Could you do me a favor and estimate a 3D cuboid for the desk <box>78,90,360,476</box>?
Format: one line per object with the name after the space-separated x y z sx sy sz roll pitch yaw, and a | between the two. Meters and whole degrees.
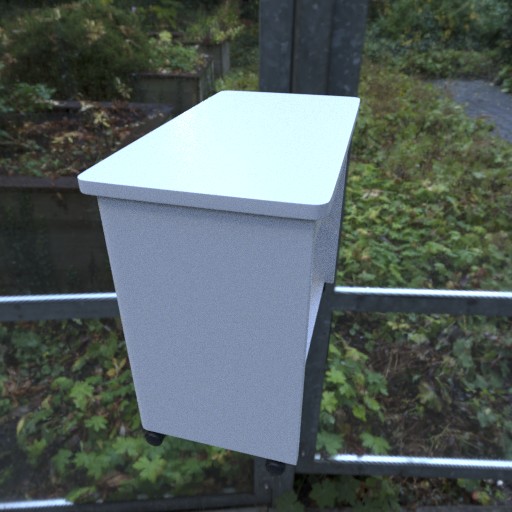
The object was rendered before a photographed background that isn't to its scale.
0.000 0.000 1.319 0.475 0.763 0.877 8 32 13 | desk
